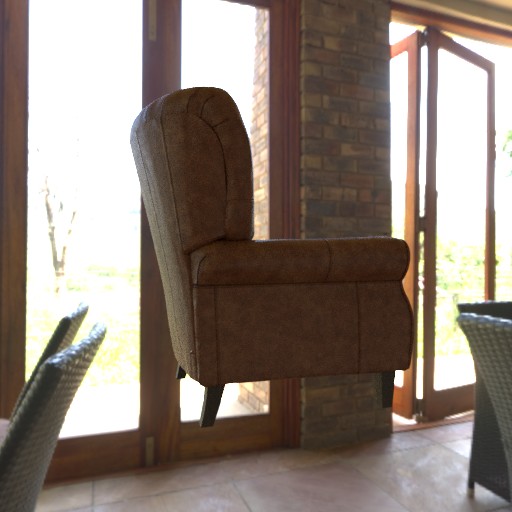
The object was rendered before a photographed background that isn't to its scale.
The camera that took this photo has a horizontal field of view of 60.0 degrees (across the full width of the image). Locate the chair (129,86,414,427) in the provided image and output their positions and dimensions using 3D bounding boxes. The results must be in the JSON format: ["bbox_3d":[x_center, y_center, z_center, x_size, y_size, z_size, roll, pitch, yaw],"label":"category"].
[{"bbox_3d":[0.000,0.000,1.916,1.059,1.164,0.951,0,-1,-17],"label":"chair"}]
